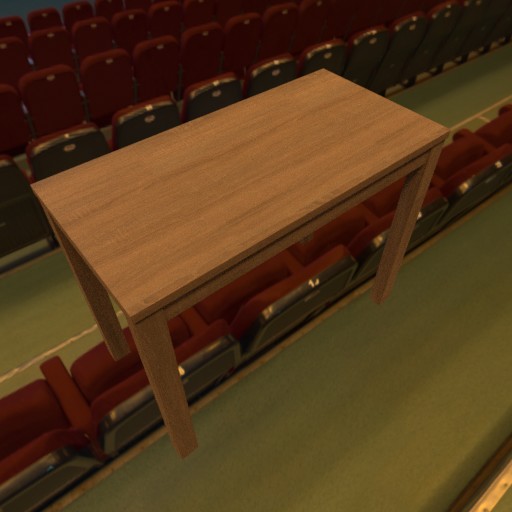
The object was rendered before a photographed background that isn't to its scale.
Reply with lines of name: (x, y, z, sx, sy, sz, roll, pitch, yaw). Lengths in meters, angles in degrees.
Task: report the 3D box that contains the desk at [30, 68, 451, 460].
desk: (0.000, 0.000, 1.421, 0.991, 0.762, 0.495, -31, 54, -26)
